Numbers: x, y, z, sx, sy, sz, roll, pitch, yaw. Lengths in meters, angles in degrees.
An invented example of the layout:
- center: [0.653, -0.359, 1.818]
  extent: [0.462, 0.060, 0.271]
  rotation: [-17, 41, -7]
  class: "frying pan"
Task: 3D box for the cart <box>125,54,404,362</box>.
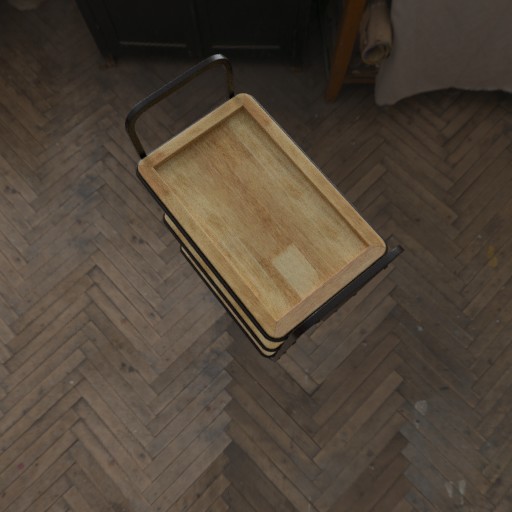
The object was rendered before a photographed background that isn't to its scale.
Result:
- center: [0.000, 0.000, 1.314]
  extent: [0.321, 1.080, 0.545]
  rotation: [-37, 77, -10]
  class: "cart"
